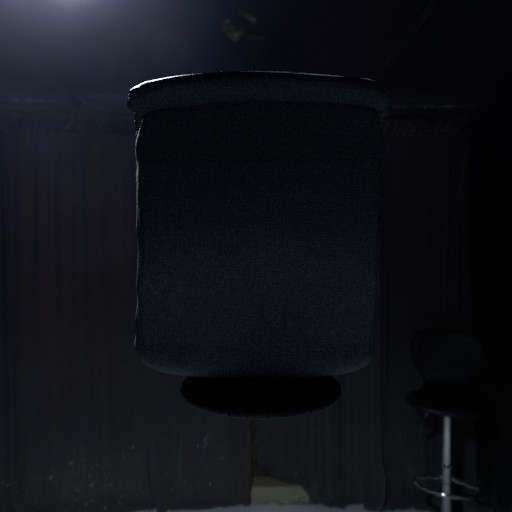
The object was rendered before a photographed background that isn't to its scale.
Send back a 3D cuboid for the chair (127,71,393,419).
[{"bbox_3d":[0.000,0.000,1.204,0.597,0.749,0.668,0,0,-1],"label":"chair"}]
